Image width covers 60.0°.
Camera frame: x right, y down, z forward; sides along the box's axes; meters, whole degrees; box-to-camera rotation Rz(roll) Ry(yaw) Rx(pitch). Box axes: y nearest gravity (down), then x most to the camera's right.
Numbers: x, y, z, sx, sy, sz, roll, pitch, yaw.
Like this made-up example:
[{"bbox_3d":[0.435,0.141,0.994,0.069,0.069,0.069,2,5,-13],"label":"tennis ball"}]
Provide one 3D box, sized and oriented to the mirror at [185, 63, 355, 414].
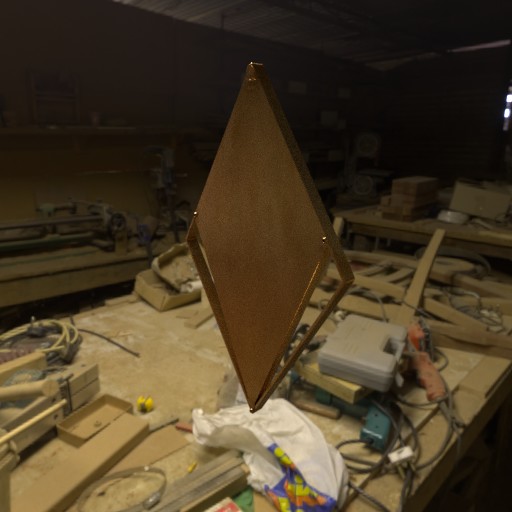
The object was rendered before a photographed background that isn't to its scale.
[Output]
[{"bbox_3d":[0.000,0.000,0.844,0.032,0.679,0.419,-15,21,-43],"label":"mirror"}]
